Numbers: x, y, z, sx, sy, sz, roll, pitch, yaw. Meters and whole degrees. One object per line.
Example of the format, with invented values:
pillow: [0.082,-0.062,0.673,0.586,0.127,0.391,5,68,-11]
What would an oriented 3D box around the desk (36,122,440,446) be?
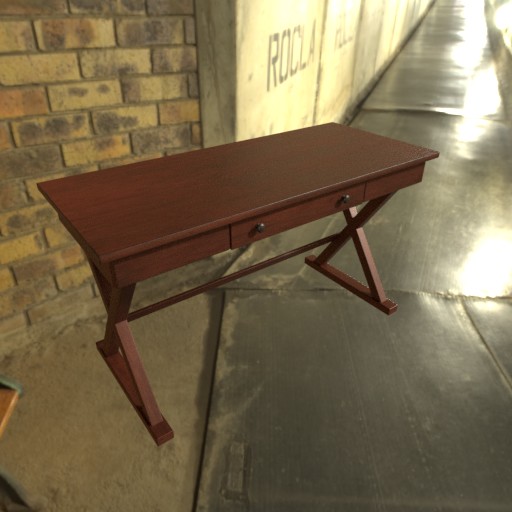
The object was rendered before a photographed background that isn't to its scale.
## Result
desk: [0.000,0.000,1.806,1.372,0.761,0.600,-21,36,-31]
